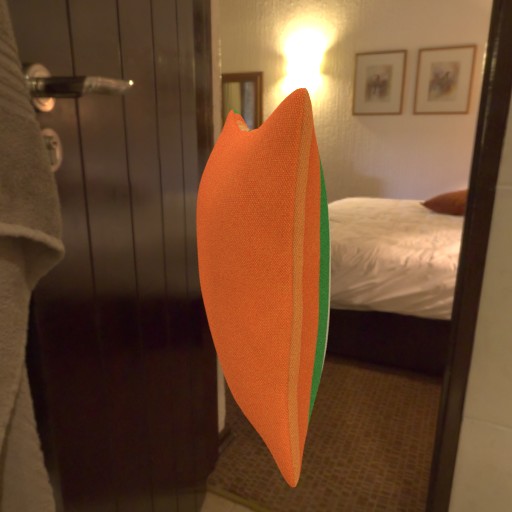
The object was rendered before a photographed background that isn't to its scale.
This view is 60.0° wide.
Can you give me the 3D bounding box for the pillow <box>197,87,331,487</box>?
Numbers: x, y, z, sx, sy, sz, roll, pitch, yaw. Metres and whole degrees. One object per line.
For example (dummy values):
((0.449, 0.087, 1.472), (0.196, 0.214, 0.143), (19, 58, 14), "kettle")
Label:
((0.000, 0.000, 0.674), (0.169, 0.444, 0.453), (-3, 16, -11), "pillow")
